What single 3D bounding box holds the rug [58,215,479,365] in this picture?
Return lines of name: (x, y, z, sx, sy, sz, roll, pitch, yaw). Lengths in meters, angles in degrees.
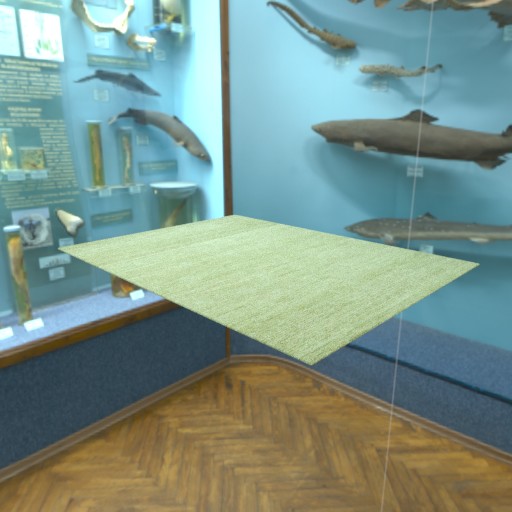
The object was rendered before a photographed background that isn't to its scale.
rug: (0.000, 0.000, 4.190, 3.198, 0.016, 2.425, 16, 23, 42)
